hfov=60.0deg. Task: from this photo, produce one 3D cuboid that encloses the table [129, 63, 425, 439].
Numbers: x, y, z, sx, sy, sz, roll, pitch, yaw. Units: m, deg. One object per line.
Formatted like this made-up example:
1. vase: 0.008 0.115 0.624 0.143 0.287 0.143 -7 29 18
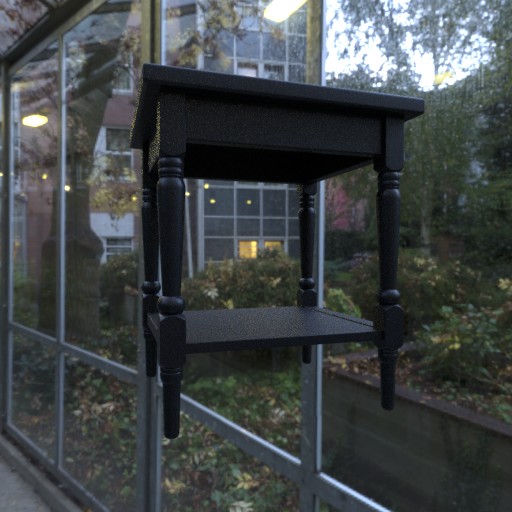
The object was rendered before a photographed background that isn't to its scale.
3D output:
1. table: 0.000 0.000 0.924 0.488 0.565 0.442 0 1 -18
